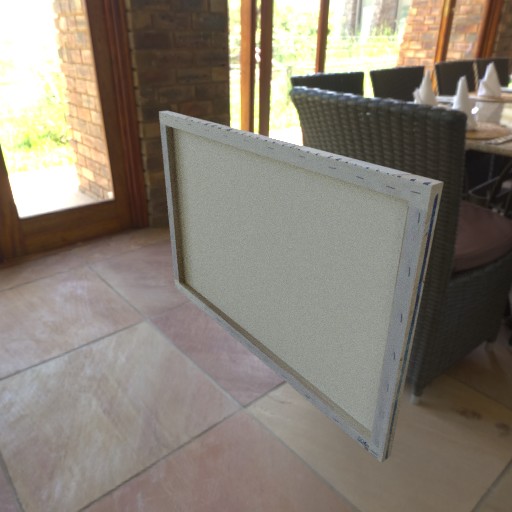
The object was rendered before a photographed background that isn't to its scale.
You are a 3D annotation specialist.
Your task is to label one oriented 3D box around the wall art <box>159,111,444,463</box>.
[{"bbox_3d":[0.000,0.000,1.417,0.038,0.757,1.143,-19,32,-33],"label":"wall art"}]
